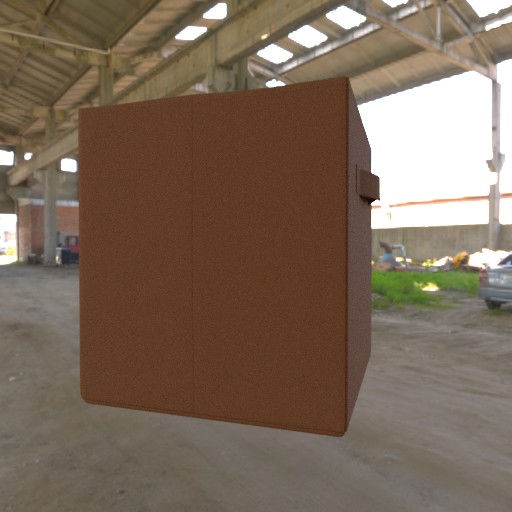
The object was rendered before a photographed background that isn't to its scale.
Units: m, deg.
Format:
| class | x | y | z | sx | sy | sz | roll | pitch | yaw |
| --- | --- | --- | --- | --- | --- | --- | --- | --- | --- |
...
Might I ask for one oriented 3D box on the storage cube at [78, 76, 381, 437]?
| class | x | y | z | sx | sy | sz | roll | pitch | yaw |
| --- | --- | --- | --- | --- | --- | --- | --- | --- | --- |
| storage cube | 0.000 | 0.000 | 0.501 | 0.270 | 0.280 | 0.270 | 0 | 1 | 18 |
